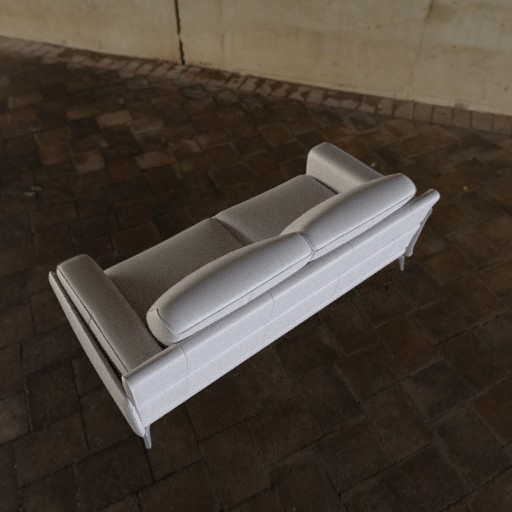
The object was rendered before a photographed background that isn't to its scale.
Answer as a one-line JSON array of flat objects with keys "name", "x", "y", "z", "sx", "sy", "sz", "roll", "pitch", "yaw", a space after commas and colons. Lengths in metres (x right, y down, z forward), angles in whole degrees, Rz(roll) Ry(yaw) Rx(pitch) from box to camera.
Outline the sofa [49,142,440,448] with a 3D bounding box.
[{"name": "sofa", "x": 0.000, "y": 0.000, "z": 2.607, "sx": 2.101, "sy": 0.930, "sz": 1.049, "roll": -29, "pitch": 53, "yaw": -25}]
